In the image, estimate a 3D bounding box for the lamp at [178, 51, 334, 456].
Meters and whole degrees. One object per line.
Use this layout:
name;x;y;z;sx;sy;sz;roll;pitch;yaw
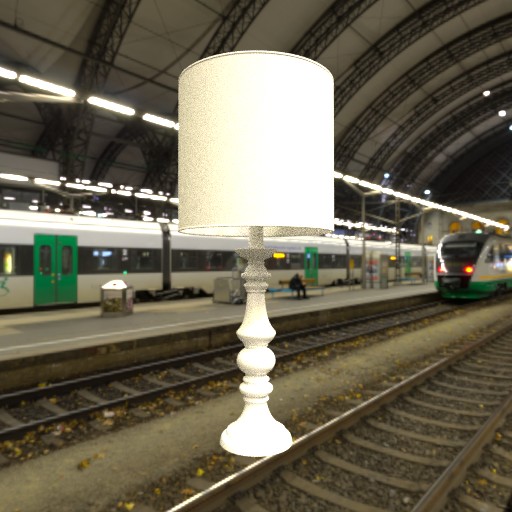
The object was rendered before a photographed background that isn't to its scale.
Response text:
lamp;0.000;0.000;0.720;0.250;0.597;0.250;0;-1;18
